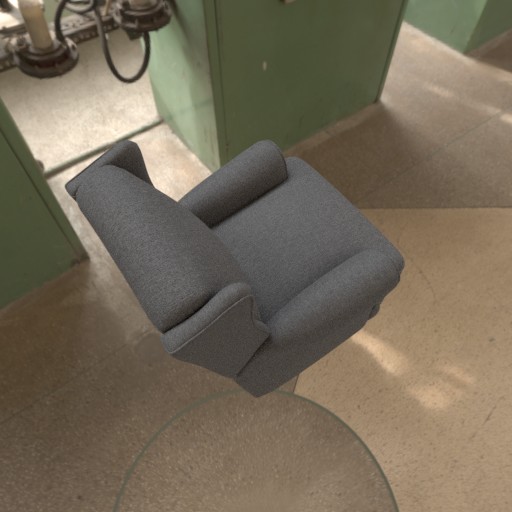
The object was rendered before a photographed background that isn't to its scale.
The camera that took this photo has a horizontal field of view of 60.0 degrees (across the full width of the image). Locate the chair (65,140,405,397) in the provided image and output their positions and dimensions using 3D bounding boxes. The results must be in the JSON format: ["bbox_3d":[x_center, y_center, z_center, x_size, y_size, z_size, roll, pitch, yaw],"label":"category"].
[{"bbox_3d":[0.000,0.000,1.703,0.969,1.011,0.847,-31,63,-18],"label":"chair"}]
